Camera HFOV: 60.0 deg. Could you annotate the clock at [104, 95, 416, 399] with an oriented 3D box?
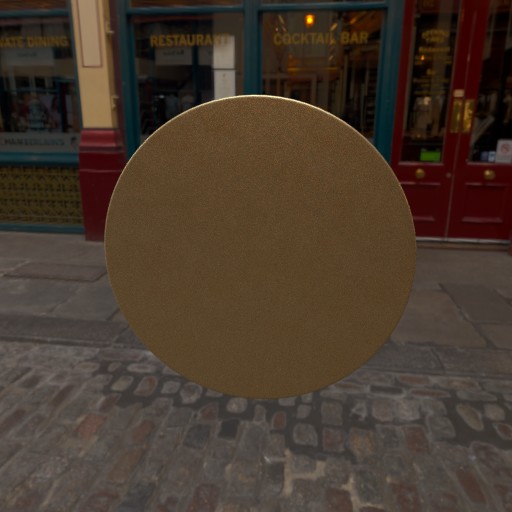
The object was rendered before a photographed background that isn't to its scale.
[{"bbox_3d":[0.000,0.000,0.462,0.314,0.314,0.040,2,15,7],"label":"clock"}]
